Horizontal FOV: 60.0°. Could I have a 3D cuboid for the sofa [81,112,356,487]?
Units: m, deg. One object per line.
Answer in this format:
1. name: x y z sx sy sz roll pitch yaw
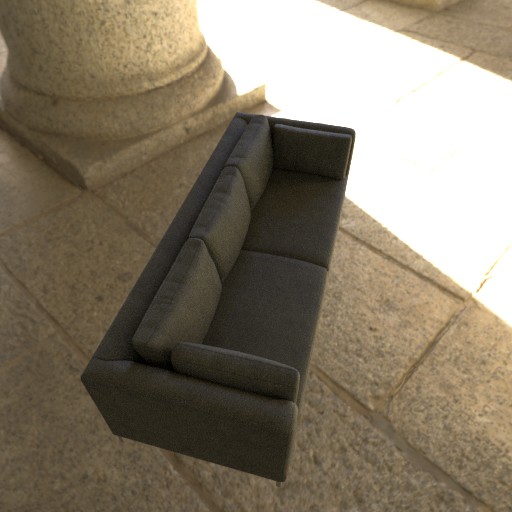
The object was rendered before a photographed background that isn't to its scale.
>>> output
1. sofa: 0.000 0.000 2.891 0.969 0.867 2.415 11 48 10
